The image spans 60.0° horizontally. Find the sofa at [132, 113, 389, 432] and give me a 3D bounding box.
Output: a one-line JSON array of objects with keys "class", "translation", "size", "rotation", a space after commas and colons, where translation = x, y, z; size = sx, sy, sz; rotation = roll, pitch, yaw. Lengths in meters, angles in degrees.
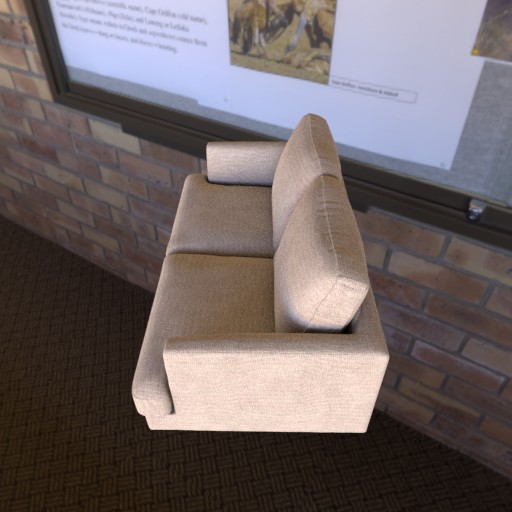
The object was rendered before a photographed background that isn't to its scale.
[{"class": "sofa", "translation": [0.000, 0.000, 2.177], "size": [0.903, 0.944, 1.582], "rotation": [1, 41, 1]}]
